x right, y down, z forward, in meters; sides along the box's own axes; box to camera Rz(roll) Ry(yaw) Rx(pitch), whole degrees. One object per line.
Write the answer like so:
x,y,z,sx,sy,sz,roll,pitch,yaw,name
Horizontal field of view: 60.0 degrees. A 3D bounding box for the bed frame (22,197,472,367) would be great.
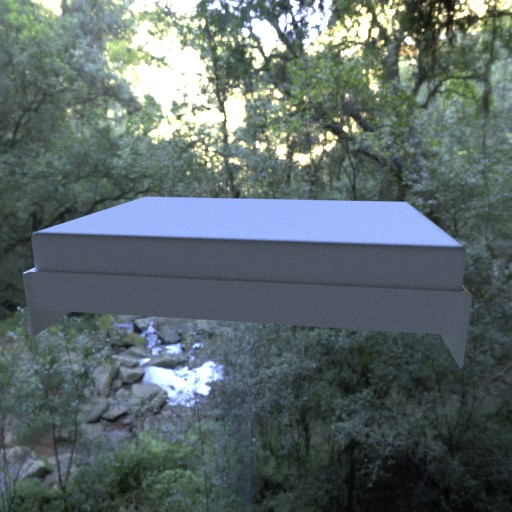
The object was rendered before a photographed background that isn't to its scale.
0.000,0.000,2.597,1.945,0.497,1.445,2,15,8,bed frame
